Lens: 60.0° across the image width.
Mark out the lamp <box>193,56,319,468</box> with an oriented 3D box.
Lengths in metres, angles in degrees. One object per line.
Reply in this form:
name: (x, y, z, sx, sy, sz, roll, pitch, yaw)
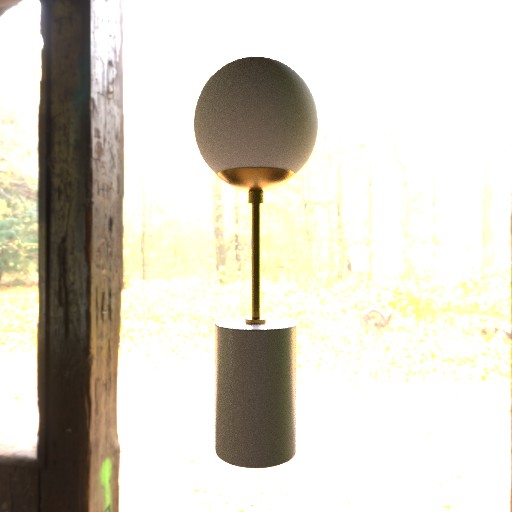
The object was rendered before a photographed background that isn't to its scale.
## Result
lamp: (0.000, 0.000, 0.549, 0.153, 0.480, 0.153, 0, 0, 0)
